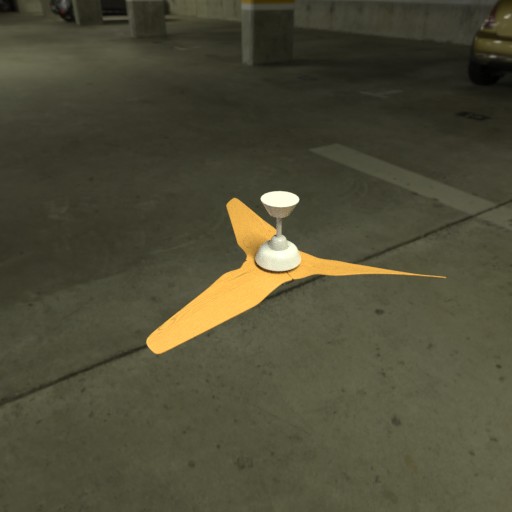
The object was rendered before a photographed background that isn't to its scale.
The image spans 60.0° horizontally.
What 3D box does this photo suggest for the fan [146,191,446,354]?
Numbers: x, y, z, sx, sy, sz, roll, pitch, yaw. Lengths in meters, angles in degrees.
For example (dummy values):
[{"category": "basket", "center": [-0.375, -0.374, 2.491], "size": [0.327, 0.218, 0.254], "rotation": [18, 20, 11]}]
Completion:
[{"category": "fan", "center": [0.000, 0.000, 1.651], "size": [1.142, 0.355, 1.010], "rotation": [22, 38, 32]}]
